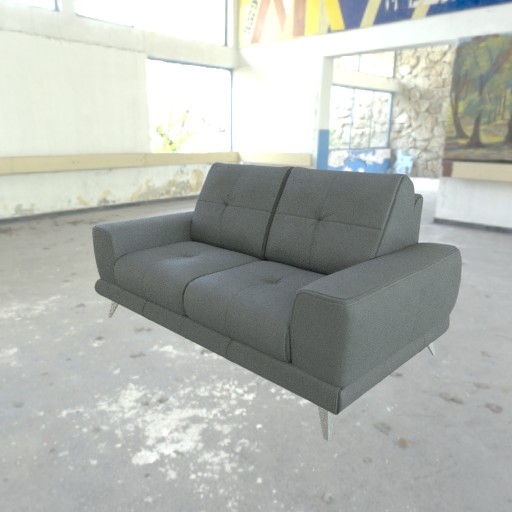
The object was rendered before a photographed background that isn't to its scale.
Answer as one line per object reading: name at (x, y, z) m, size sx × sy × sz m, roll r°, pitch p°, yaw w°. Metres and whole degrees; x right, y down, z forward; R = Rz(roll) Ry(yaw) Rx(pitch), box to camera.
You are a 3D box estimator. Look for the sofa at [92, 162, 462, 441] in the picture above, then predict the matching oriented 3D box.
sofa at (0.000, 0.000, 2.359) m, size 1.806 × 0.907 × 1.018 m, roll 14°, pitch 21°, yaw 42°
